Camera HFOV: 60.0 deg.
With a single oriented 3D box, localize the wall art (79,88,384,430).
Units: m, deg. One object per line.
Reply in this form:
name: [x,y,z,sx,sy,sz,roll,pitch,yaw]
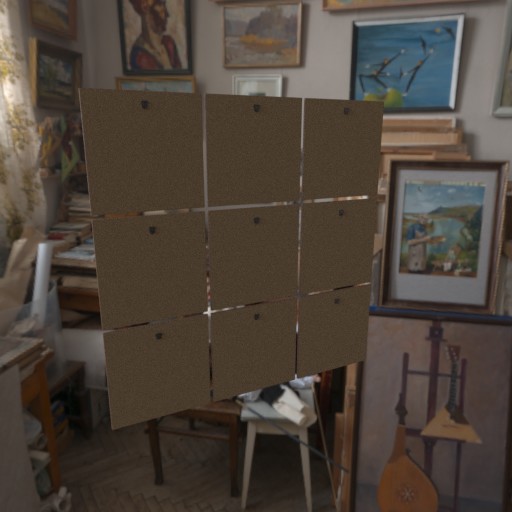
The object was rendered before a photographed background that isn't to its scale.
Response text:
wall art: [0.000,0.000,2.246,1.533,1.532,0.019,-7,17,-26]
